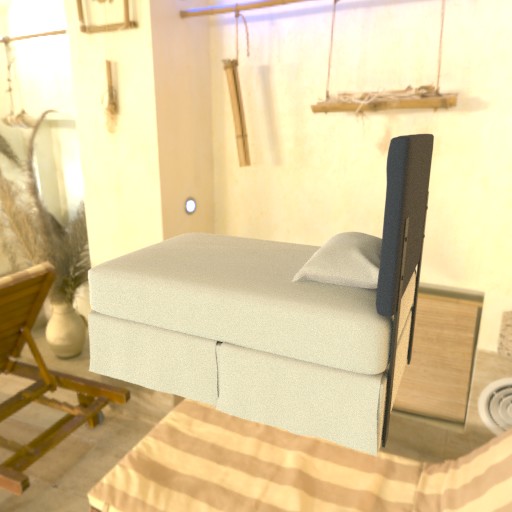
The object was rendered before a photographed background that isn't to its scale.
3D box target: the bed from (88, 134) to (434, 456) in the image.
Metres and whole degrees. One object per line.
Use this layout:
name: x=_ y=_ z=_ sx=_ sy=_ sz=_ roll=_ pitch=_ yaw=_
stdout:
bed: x=0.000 y=0.000 z=2.949 sx=1.997 sy=1.571 sz=1.261 roll=8 pitch=18 yaw=25
